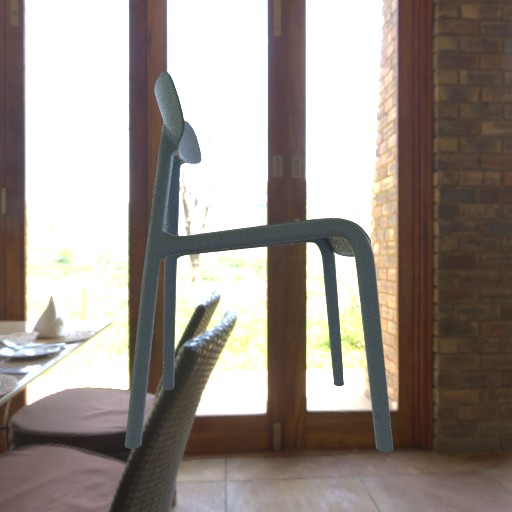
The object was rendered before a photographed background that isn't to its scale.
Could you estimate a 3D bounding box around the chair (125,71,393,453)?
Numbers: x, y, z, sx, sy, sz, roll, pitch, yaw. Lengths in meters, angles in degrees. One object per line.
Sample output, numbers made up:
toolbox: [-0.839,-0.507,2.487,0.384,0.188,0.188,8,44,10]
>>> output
chair: [0.000,0.000,0.823,0.401,0.580,0.356,0,0,-1]
